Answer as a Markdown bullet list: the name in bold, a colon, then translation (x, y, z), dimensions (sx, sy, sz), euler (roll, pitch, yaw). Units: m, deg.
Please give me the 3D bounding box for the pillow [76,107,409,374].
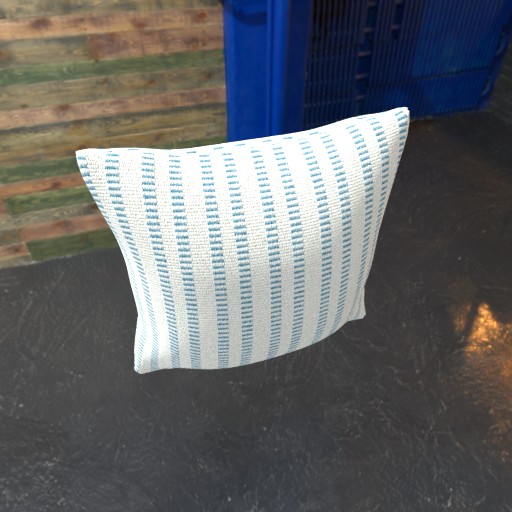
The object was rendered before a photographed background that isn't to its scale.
- **pillow**: translation (0.000, 0.000, 0.684), dimensions (0.438, 0.419, 0.247), euler (-11, 42, -13)
